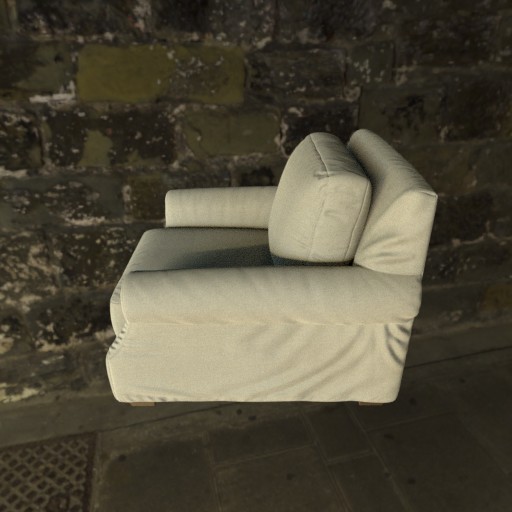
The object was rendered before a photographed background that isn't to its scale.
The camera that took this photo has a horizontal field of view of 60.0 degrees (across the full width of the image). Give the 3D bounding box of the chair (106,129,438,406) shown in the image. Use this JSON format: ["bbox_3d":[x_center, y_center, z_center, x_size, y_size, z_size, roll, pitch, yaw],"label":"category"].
[{"bbox_3d":[0.000,0.000,1.767,1.066,0.866,0.940,0,28,0],"label":"chair"}]
